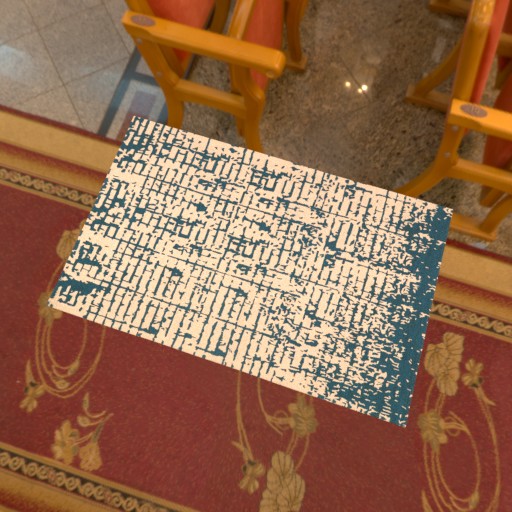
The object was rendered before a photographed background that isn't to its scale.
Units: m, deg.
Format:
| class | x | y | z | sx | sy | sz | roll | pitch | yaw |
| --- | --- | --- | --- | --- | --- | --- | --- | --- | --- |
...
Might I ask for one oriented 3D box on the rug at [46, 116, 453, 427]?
| class | x | y | z | sx | sy | sz | roll | pitch | yaw |
| --- | --- | --- | --- | --- | --- | --- | --- | --- | --- |
| rug | 0.000 | 0.000 | 3.036 | 2.435 | 0.011 | 1.517 | 17 | 75 | 5 |
